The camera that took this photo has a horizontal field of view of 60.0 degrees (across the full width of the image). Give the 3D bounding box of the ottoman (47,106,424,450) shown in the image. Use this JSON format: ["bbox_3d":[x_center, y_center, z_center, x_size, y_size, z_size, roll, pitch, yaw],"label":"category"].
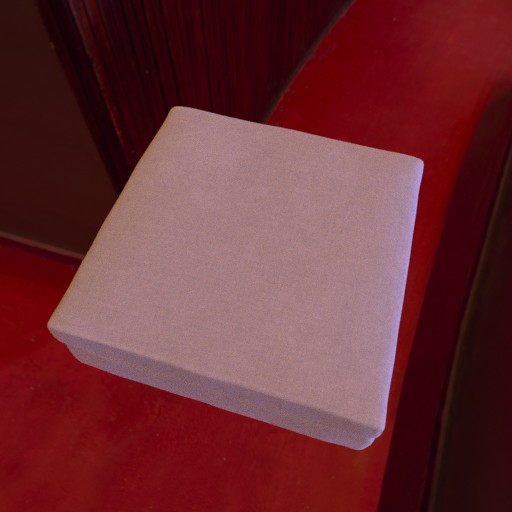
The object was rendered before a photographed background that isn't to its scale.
[{"bbox_3d":[0.000,0.000,1.812,1.203,0.517,1.171,15,60,9],"label":"ottoman"}]
